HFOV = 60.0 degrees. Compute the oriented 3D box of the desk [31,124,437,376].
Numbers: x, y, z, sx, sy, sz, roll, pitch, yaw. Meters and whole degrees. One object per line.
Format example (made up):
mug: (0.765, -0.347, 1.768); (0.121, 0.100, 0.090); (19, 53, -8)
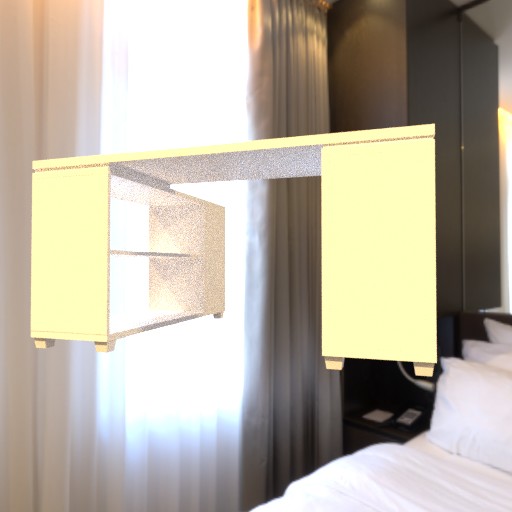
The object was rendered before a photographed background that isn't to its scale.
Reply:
desk: (0.000, 0.000, 2.131); (1.524, 0.759, 1.199); (0, -1, 18)
